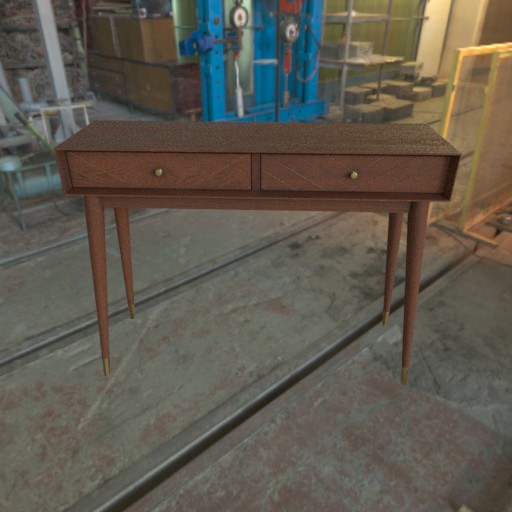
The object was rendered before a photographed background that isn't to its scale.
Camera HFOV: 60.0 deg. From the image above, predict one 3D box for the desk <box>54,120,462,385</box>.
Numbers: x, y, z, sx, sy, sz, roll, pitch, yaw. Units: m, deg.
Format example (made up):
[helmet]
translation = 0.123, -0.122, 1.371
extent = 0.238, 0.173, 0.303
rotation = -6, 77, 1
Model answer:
[desk]
translation = 0.000, 0.000, 1.681
extent = 1.204, 0.917, 0.384
rotation = 1, 30, 2
